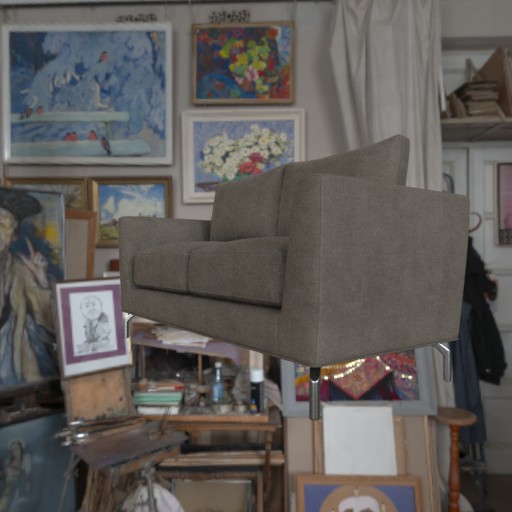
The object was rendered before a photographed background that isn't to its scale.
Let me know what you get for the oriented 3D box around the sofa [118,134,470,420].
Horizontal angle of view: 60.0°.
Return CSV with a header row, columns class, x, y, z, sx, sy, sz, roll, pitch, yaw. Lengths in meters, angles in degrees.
class,x,y,z,sx,sy,sz,roll,pitch,yaw
sofa,0.000,0.000,2.285,0.855,1.013,1.832,0,0,-36
